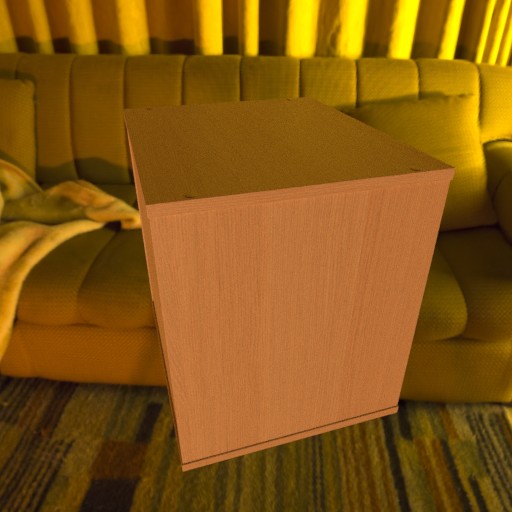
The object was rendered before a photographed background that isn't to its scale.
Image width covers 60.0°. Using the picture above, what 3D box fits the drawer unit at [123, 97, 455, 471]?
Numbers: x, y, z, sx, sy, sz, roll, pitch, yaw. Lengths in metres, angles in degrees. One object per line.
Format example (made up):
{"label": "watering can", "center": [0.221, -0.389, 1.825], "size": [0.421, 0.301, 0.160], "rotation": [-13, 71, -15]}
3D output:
{"label": "drawer unit", "center": [0.000, 0.000, 0.616], "size": [0.290, 0.344, 0.349], "rotation": [-9, 32, -15]}
